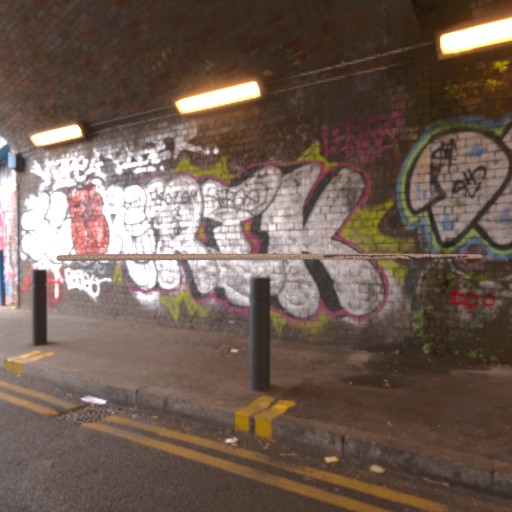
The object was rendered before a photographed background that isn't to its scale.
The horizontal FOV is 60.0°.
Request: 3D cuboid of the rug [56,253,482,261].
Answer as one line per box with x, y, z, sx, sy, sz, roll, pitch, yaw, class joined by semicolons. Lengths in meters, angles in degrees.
0.000;0.000;2.393;1.847;0.020;1.238;0;0;-18;rug
